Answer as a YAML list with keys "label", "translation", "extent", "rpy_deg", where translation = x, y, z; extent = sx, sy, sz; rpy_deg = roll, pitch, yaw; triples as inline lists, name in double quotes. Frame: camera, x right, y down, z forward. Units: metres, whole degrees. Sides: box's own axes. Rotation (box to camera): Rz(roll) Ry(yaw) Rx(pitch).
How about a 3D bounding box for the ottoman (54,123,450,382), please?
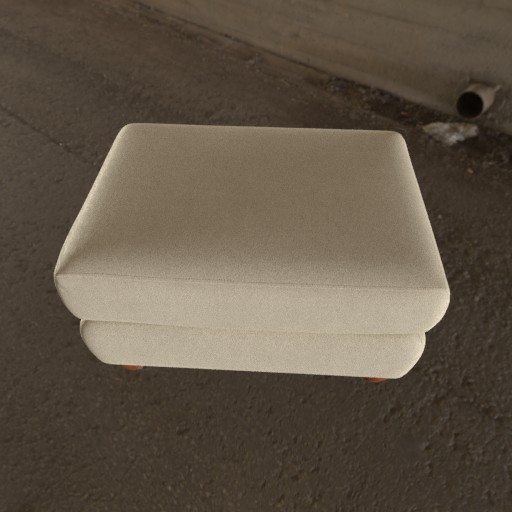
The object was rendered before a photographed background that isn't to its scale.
- label: "ottoman"
  translation: [0.000, 0.000, 1.145]
  extent: [0.773, 0.499, 0.569]
  rpy_deg: [2, 47, 2]
